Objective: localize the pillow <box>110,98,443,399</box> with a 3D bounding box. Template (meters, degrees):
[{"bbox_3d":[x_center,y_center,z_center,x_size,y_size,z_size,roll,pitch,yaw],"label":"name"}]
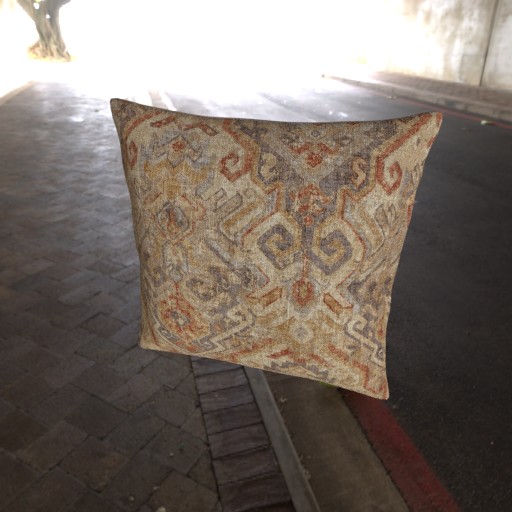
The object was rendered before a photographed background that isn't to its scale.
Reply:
[{"bbox_3d":[0.000,0.000,0.772,0.523,0.506,0.166,8,28,15],"label":"pillow"}]
